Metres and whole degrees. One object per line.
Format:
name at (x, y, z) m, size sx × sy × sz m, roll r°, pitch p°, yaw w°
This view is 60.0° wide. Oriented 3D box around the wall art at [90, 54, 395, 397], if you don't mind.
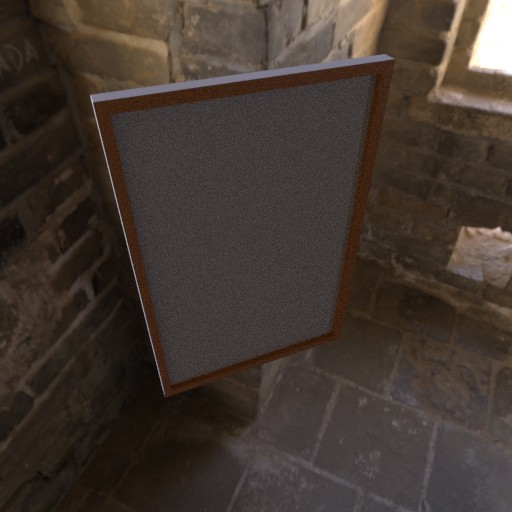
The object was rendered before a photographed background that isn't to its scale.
wall art at (0.000, 0.000, 0.761) m, size 0.405 × 0.608 × 0.025 m, roll -15°, pitch 43°, yaw -16°
